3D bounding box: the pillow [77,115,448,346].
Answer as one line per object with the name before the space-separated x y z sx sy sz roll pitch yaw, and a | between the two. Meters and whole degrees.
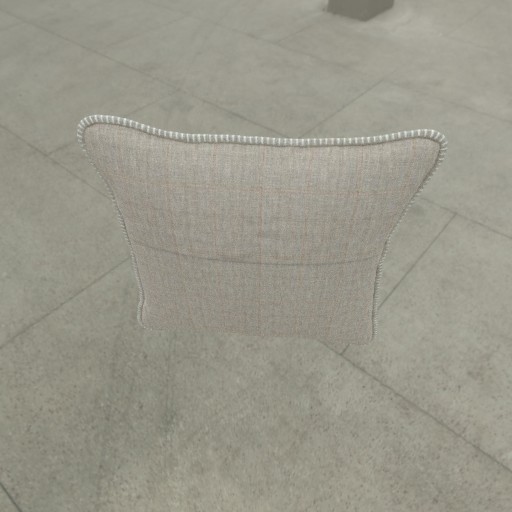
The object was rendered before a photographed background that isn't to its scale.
pillow | 0.000 0.000 0.738 0.485 0.494 0.124 4 47 3
